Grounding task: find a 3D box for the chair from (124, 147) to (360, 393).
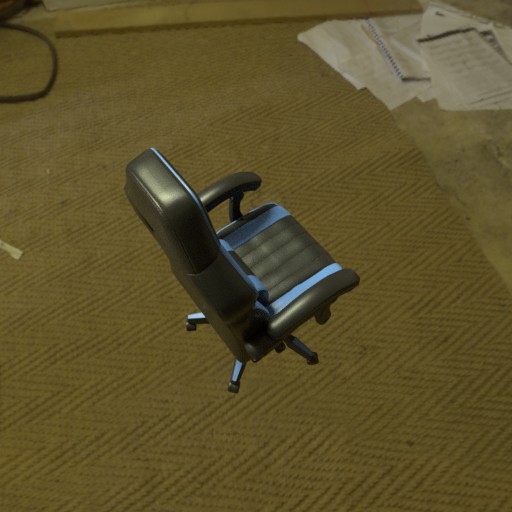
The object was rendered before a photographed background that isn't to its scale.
[{"bbox_3d":[0.000,0.000,1.716,0.700,1.280,0.700,-32,63,-19],"label":"chair"}]
